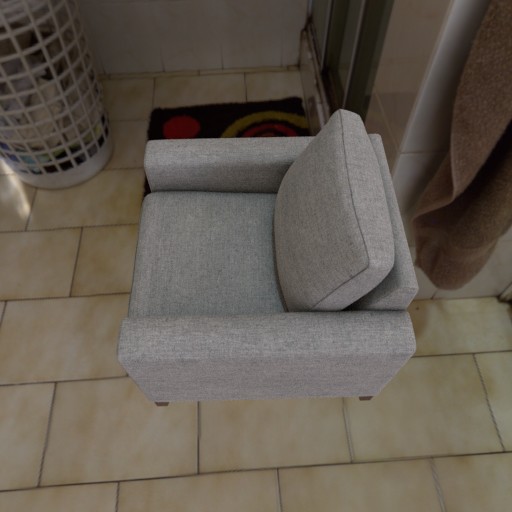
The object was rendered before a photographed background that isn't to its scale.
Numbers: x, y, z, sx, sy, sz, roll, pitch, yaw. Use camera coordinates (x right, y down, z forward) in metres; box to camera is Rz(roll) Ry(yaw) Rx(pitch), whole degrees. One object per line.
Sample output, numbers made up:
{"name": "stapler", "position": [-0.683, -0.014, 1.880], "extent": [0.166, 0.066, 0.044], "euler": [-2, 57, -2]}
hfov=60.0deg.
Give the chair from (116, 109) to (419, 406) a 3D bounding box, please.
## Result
{"name": "chair", "position": [0.000, 0.000, 1.886], "extent": [1.038, 1.010, 1.024], "euler": [-1, 58, -1]}
